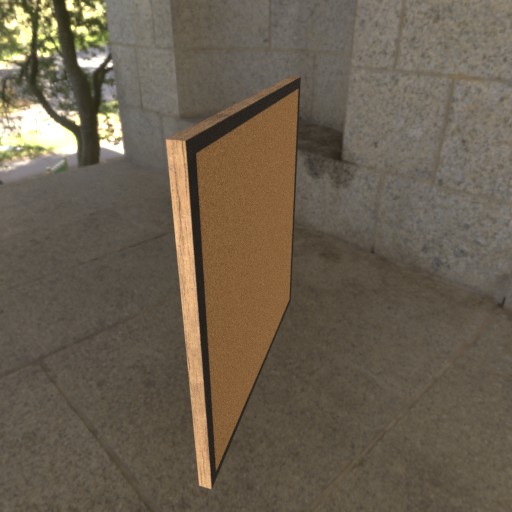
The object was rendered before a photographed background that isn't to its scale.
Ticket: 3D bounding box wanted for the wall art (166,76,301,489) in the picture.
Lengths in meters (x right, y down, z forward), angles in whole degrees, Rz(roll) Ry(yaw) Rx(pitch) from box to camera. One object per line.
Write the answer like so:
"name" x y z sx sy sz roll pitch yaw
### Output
"wall art" 0.000 0.000 1.013 0.029 0.691 0.695 8 30 15
